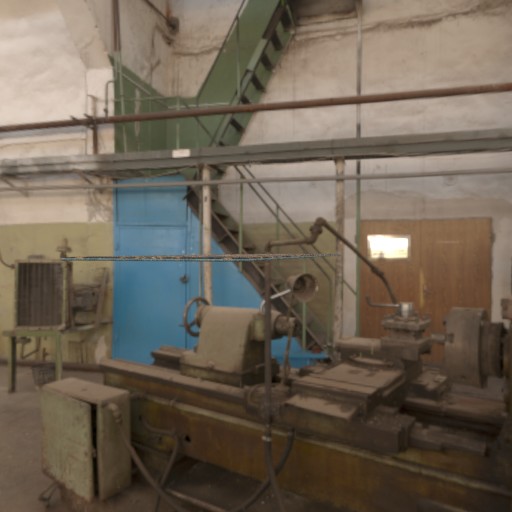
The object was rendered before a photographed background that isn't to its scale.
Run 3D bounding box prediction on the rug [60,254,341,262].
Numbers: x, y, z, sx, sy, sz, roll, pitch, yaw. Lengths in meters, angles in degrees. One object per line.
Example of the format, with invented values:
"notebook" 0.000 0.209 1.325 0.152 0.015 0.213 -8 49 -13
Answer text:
"rug" 0.000 0.000 2.508 0.685 0.014 2.292 0 1 18
